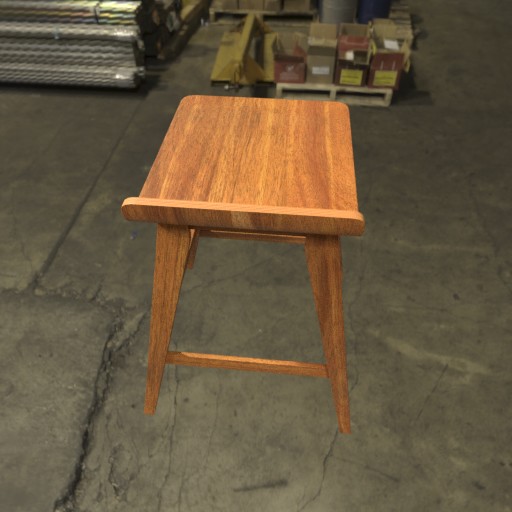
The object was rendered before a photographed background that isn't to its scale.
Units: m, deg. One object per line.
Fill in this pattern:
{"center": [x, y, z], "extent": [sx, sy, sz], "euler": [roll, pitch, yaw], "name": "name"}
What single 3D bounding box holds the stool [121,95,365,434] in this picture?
{"center": [0.000, 0.000, 1.001], "extent": [0.500, 0.650, 0.500], "euler": [4, 47, 4], "name": "stool"}
